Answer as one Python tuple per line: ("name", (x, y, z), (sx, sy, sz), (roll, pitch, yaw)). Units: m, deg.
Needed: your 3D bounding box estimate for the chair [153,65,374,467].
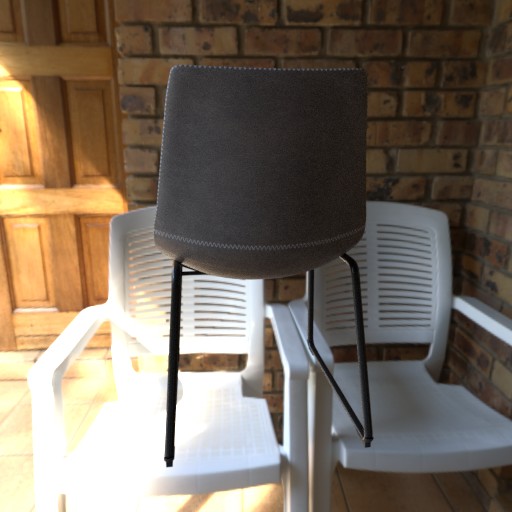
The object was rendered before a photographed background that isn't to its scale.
("chair", (0.000, 0.000, 1.077), (0.460, 0.780, 0.550), (-2, 15, -8))
